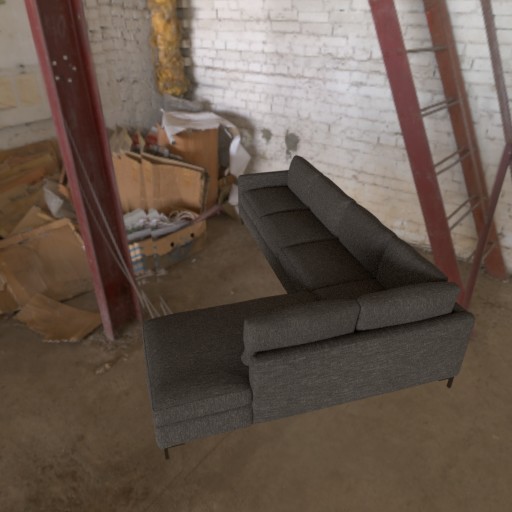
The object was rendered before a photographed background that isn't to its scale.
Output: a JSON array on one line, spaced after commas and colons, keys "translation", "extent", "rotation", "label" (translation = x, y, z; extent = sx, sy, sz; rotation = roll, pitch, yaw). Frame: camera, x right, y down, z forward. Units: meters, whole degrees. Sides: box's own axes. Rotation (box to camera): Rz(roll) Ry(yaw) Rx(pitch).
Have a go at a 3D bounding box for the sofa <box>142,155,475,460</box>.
[{"translation": [0.000, 0.000, 3.783], "extent": [2.007, 0.815, 2.949], "rotation": [-8, 31, -14], "label": "sofa"}]
